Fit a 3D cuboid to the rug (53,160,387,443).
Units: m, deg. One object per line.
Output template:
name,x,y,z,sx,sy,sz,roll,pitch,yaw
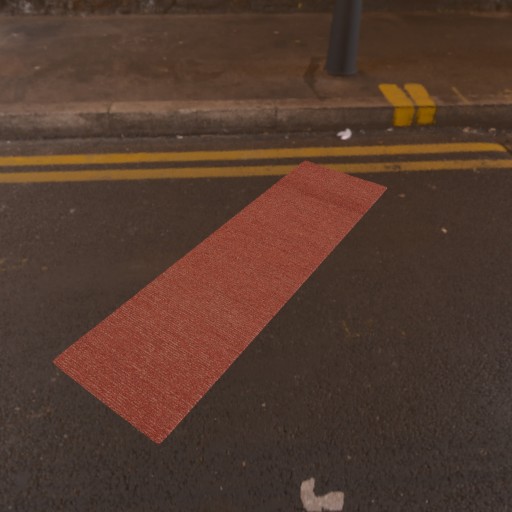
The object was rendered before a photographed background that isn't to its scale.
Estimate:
rug,0.000,0.000,2.610,0.687,0.012,2.307,25,47,26
